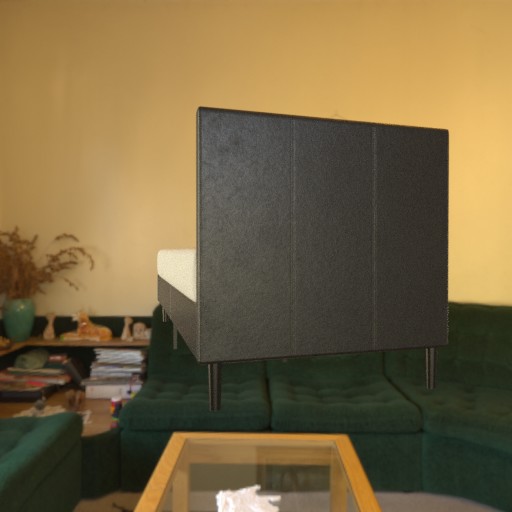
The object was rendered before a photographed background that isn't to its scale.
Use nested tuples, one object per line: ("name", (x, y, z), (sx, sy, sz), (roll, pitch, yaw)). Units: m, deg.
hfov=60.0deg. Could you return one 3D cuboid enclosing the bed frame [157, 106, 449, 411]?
("bed frame", (0.000, 0.000, 2.509), (1.038, 1.046, 2.152), (0, 1, -16))
